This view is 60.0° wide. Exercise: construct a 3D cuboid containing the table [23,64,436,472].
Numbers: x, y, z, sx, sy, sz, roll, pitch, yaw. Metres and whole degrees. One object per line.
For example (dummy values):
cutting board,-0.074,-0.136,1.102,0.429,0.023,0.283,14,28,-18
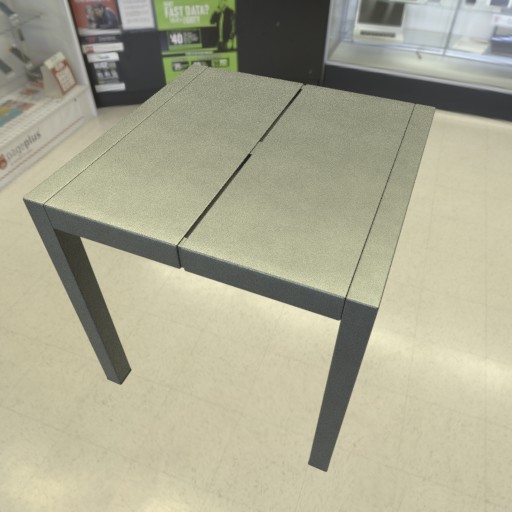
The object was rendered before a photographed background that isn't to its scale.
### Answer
table,0.000,0.000,0.902,0.508,0.508,0.508,17,48,16
